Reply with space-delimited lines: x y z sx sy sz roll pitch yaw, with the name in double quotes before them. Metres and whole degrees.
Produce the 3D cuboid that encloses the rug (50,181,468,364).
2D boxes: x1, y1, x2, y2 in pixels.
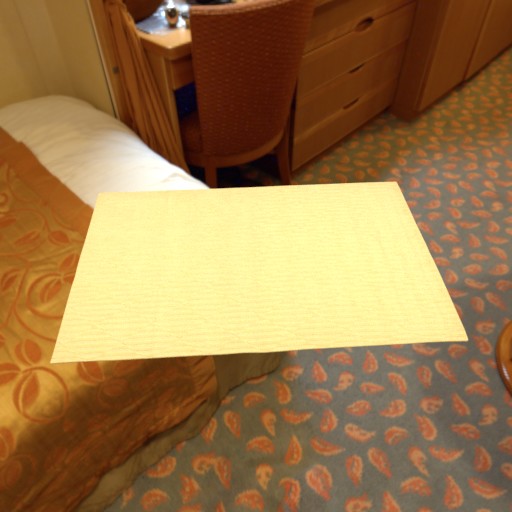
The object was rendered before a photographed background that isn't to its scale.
"rug" 0.000 0.000 3.086 2.441 0.014 1.531 -3 47 -2
